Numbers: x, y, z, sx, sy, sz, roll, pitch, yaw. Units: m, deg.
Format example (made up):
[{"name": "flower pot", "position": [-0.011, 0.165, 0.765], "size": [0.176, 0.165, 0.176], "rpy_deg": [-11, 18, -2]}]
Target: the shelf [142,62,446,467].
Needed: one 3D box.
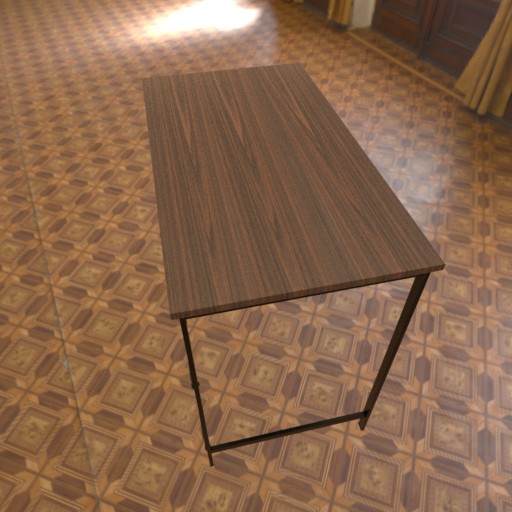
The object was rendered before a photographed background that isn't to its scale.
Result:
[{"name": "shelf", "position": [0.000, 0.000, 1.338], "size": [0.498, 0.750, 0.902], "rpy_deg": [-9, 47, -9]}]
